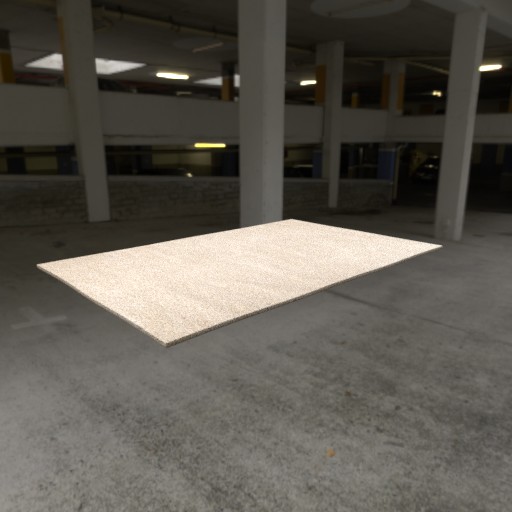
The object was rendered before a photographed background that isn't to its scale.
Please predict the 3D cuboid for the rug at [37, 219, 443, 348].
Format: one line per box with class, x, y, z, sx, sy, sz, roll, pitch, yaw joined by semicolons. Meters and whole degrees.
rug;0.000;0.000;3.012;2.346;0.025;1.500;-13;20;-41
